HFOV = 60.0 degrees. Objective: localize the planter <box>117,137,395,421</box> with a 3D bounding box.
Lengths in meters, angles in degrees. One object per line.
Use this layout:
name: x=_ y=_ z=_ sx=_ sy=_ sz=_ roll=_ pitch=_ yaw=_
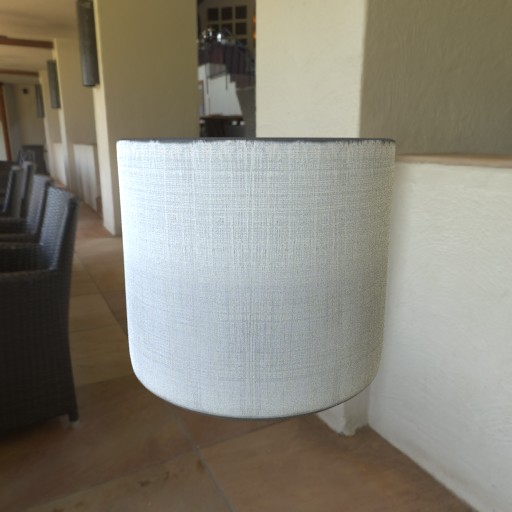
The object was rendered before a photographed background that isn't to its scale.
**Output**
planter: x=0.000 y=0.000 z=0.392 sx=0.226 sy=0.201 sz=0.226 roll=0 pitch=14 yaw=0
